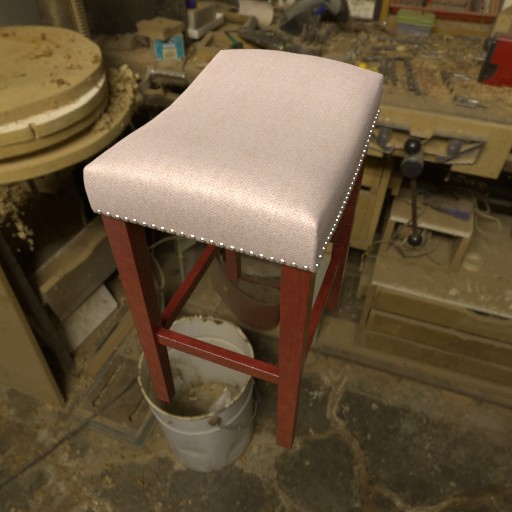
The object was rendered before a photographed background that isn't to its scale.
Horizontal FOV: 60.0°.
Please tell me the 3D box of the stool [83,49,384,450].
[{"bbox_3d":[0.000,0.000,1.004,0.372,0.742,0.504,15,47,15],"label":"stool"}]
